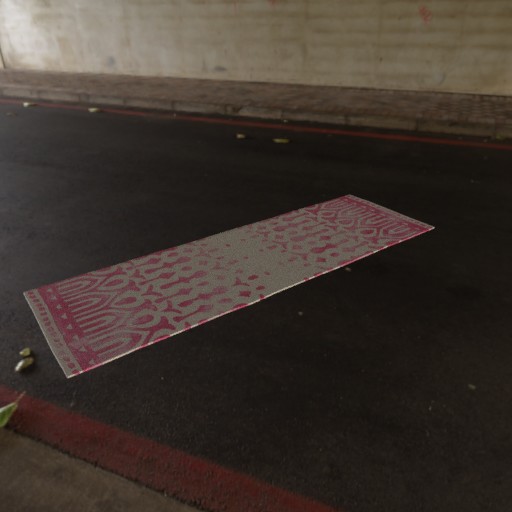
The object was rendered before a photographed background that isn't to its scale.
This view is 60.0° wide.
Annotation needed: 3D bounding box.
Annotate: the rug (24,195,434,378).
[{"bbox_3d":[0.000,0.000,2.683,2.458,0.011,0.787,-19,34,-31],"label":"rug"}]
